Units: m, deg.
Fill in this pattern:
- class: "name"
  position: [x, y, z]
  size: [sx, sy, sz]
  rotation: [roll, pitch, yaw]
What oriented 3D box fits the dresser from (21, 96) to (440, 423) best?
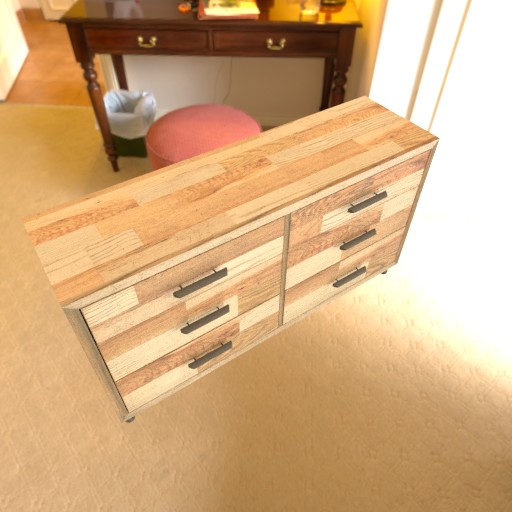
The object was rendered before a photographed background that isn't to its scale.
- class: "dresser"
  position: [0.000, 0.000, 1.925]
  size: [1.547, 0.834, 0.487]
  rotation: [-26, 52, -23]
